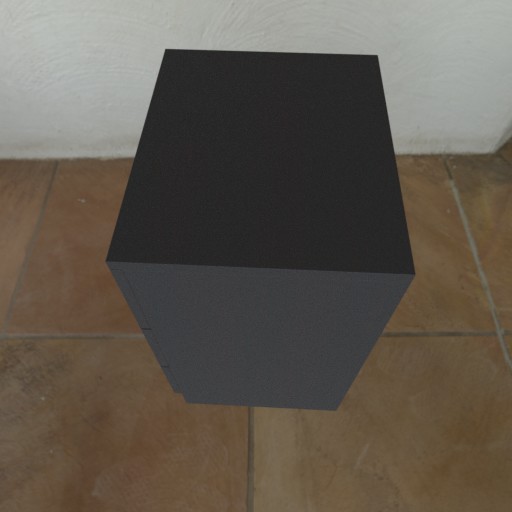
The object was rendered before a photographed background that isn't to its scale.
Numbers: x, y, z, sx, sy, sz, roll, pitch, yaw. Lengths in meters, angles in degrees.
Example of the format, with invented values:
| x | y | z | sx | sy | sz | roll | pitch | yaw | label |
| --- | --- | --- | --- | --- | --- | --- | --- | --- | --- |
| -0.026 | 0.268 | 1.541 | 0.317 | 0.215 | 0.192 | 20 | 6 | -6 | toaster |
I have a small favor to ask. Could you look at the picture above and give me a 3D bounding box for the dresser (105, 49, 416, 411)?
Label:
| x | y | z | sx | sy | sz | roll | pitch | yaw | label |
| --- | --- | --- | --- | --- | --- | --- | --- | --- | --- |
| 0.000 | 0.000 | 0.819 | 0.360 | 0.560 | 0.400 | 2 | 57 | 2 | dresser |
